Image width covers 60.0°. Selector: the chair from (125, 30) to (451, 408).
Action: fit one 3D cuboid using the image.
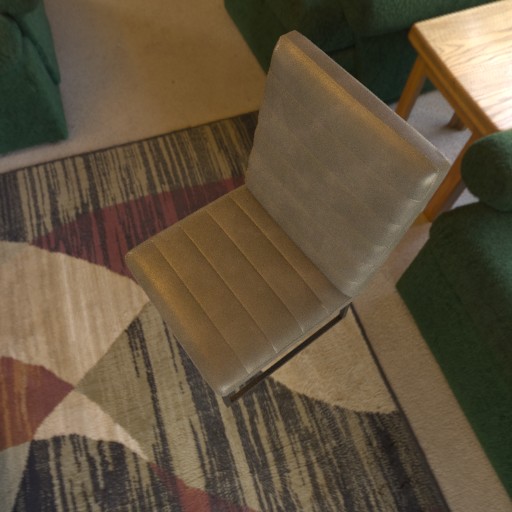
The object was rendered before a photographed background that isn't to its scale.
[{"bbox_3d":[0.000,0.000,1.295,0.634,0.930,0.520,-34,68,-15],"label":"chair"}]
